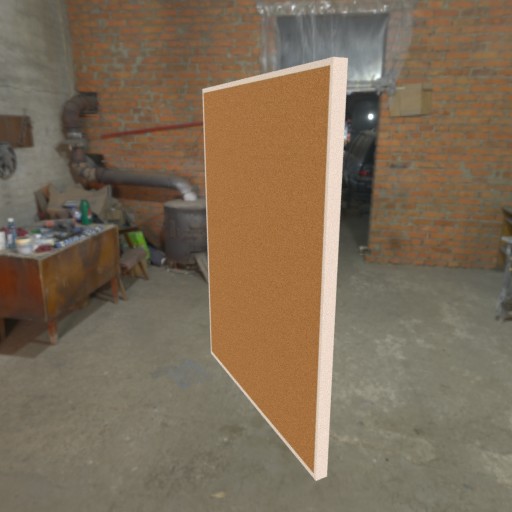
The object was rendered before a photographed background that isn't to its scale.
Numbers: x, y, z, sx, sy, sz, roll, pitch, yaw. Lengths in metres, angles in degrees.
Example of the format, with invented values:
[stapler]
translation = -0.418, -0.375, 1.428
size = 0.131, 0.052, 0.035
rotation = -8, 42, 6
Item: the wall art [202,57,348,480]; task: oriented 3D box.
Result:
[wall art]
translation = 0.000, 0.000, 1.398
size = 0.039, 1.050, 0.795
rotation = -8, 17, -25
